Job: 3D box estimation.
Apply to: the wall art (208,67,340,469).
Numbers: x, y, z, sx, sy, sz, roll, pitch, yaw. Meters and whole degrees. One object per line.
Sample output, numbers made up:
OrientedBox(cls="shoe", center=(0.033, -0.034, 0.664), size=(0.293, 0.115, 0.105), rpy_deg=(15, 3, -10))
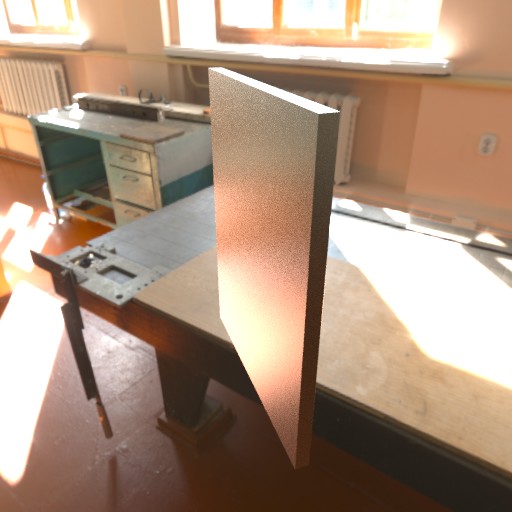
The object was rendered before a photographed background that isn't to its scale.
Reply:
OrientedBox(cls="wall art", center=(0.000, 0.000, 0.779), size=(0.025, 0.569, 0.444), rpy_deg=(-10, 30, -18))
